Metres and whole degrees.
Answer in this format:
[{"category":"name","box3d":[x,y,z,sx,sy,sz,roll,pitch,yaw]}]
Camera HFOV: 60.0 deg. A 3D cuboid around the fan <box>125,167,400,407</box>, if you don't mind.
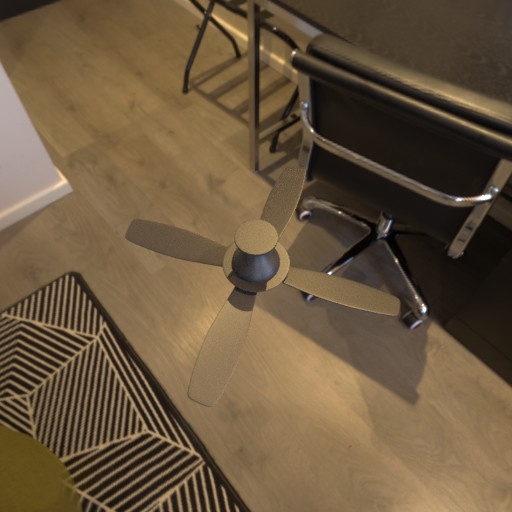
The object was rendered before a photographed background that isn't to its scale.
[{"category":"fan","box3d":[0.000,0.000,2.532,1.694,0.382,1.694,16,58,10]}]
